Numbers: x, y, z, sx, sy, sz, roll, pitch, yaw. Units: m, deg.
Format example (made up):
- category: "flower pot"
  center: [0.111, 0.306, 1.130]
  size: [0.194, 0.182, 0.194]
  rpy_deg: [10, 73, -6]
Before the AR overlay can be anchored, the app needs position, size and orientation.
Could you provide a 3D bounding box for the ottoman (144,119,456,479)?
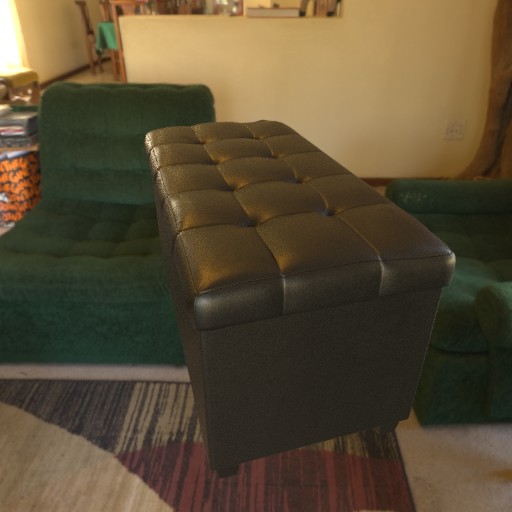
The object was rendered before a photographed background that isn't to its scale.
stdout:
- category: "ottoman"
  center: [0.000, 0.000, 1.078]
  size: [0.432, 0.470, 0.838]
  rpy_deg: [-9, 32, -14]
